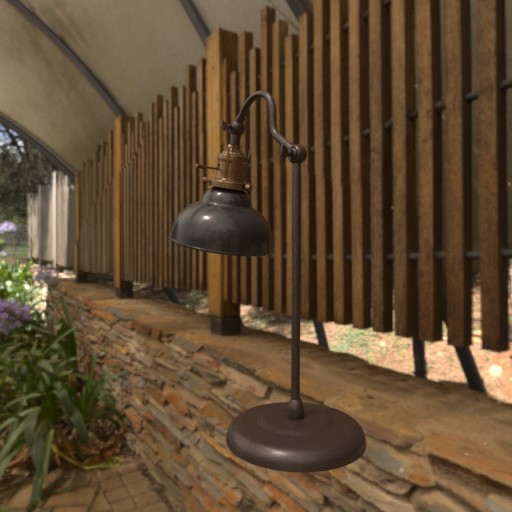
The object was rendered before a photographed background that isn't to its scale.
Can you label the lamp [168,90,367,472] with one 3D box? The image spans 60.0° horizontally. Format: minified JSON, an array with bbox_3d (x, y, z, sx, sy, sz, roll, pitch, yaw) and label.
[{"bbox_3d":[0.000,0.000,0.688,0.192,0.508,0.374,0,0,-37],"label":"lamp"}]
